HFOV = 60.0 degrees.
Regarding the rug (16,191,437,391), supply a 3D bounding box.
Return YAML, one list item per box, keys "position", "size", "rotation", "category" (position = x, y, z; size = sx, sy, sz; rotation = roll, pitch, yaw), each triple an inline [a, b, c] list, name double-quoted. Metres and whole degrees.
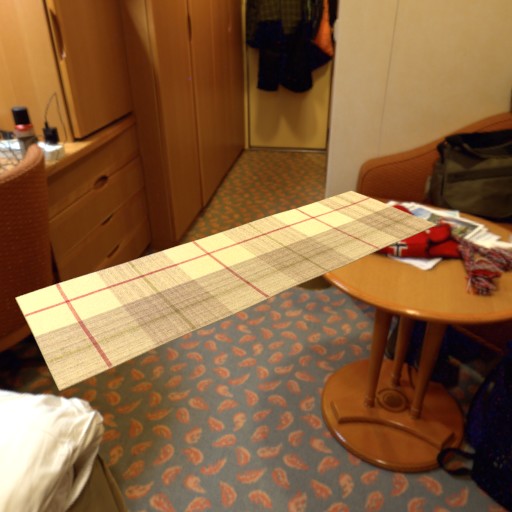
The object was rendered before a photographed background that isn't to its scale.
- position: [0.000, 0.000, 2.588]
  size: [2.439, 0.013, 0.762]
  rotation: [-20, 35, -31]
  category: "rug"
